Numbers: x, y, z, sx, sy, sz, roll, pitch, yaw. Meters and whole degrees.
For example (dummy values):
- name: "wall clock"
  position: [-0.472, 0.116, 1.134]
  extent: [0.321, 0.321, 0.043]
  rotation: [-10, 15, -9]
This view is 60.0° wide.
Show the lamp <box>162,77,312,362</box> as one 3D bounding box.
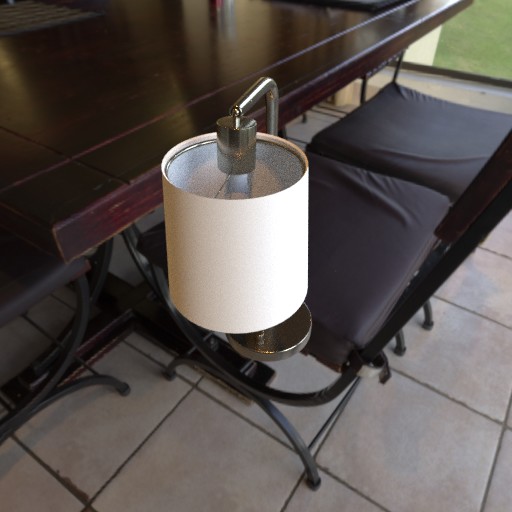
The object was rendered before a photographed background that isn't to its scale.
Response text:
- name: "lamp"
  position: [0.000, 0.000, 0.629]
  extent: [0.171, 0.489, 0.333]
  rotation: [10, 41, 12]
